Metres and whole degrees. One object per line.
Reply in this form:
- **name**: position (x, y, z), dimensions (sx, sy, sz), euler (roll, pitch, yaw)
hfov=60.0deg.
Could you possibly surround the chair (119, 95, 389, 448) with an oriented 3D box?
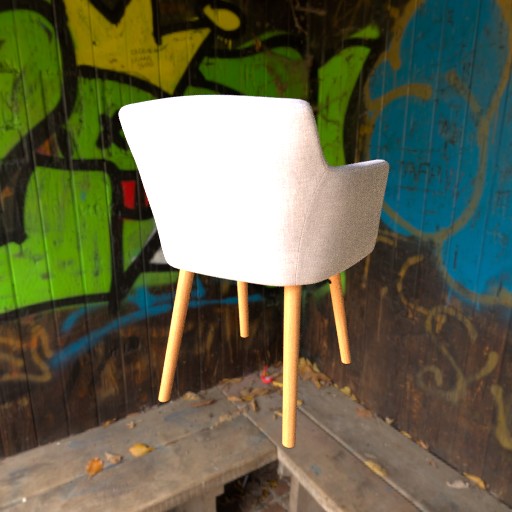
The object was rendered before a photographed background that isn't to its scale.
- **chair**: position (0.000, 0.000, 1.183), dimensions (0.570, 0.780, 0.540), euler (9, 18, 28)
